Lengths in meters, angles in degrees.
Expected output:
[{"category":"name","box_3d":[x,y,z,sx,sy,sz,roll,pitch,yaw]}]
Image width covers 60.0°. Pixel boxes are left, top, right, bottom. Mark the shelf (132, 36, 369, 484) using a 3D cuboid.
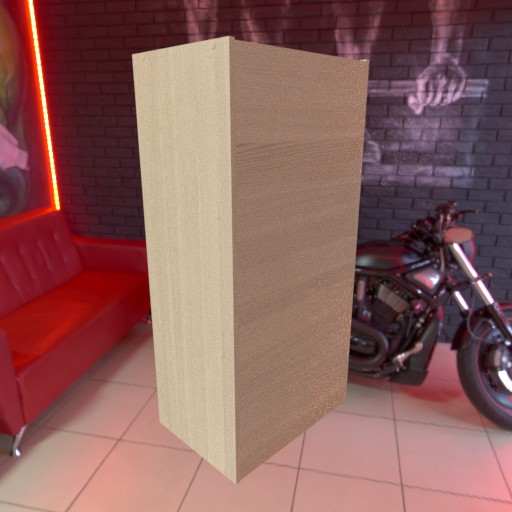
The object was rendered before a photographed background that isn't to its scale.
[{"category":"shelf","box_3d":[0.000,0.000,1.064,0.292,0.876,0.417,16,23,42]}]
